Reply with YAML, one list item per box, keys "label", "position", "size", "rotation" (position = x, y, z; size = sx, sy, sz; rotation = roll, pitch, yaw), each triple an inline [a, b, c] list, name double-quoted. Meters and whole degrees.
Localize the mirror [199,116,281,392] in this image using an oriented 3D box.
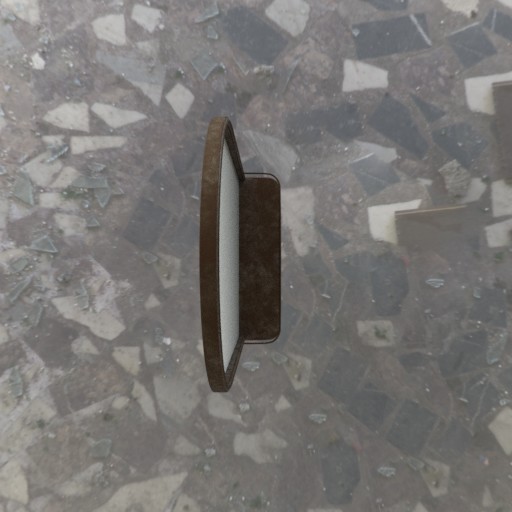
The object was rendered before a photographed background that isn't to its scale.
- label: "mirror"
  position: [0.000, 0.000, 0.986]
  size: [0.137, 0.770, 0.510]
  rotation: [0, 89, 1]
